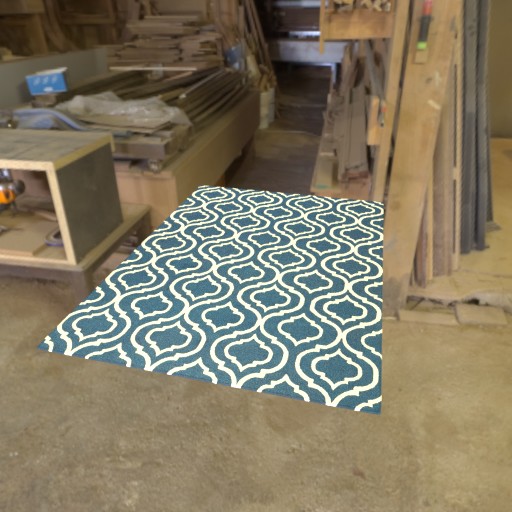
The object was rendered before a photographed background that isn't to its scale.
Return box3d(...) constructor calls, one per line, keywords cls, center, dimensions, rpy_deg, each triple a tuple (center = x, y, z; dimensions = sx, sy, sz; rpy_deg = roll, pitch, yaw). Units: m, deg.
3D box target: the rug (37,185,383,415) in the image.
box3d(cls="rug", center=(0.000, 0.000, 2.747), dimensions=(1.524, 0.010, 2.134), rpy_deg=(7, 30, 12))
